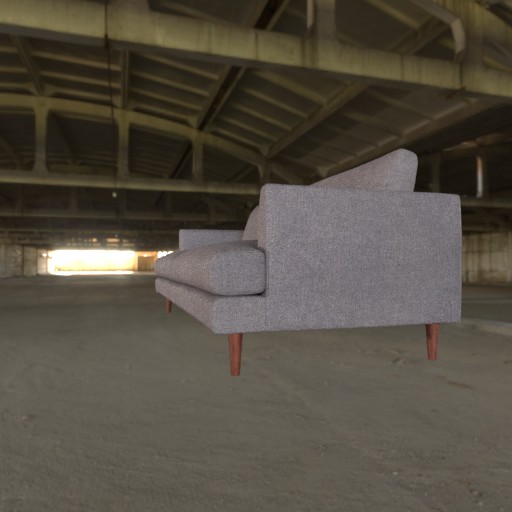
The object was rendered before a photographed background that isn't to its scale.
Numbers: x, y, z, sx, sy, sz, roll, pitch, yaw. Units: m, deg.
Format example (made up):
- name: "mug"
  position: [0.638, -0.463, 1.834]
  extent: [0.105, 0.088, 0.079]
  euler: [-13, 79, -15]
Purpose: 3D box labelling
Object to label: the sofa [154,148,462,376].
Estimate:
- name: "sofa"
  position: [0.000, 0.000, 2.660]
  extent: [1.020, 0.868, 2.250]
  euler: [0, -1, -17]
